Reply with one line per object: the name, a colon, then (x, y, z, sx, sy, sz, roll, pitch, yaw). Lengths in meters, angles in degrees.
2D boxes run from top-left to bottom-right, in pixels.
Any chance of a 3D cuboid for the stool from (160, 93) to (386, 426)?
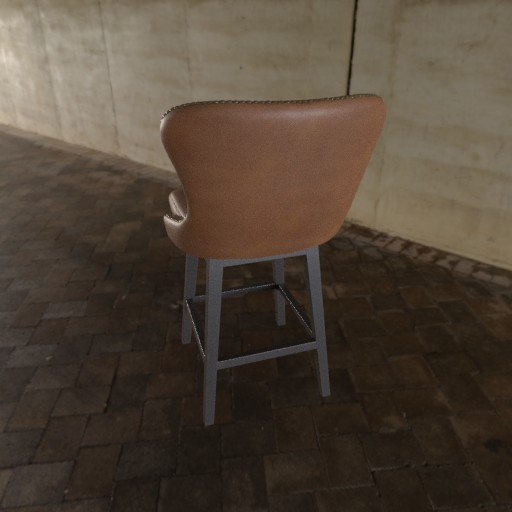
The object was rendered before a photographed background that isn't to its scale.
stool: (0.000, 0.000, 1.328, 0.528, 0.971, 0.593, -8, 29, -16)
